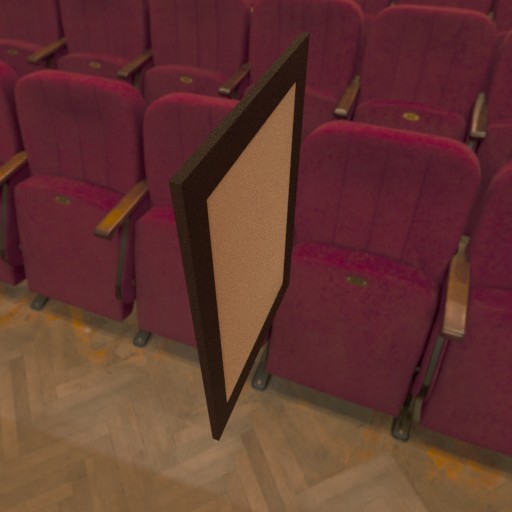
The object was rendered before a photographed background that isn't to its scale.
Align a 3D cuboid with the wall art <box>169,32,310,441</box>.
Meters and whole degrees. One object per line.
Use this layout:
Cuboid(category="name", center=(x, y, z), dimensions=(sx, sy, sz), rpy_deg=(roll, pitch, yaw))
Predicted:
Cuboid(category="wall art", center=(0.000, 0.000, 0.652), dimensions=(0.013, 0.508, 0.359), rpy_deg=(16, 48, 15))
